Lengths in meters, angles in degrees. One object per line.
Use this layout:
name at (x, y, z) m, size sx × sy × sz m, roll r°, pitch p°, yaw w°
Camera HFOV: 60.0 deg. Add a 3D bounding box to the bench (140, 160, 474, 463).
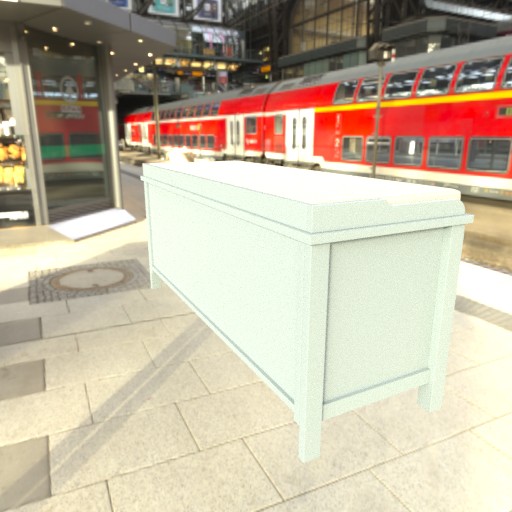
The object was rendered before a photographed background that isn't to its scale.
bench at (0.000, 0.000, 1.347) m, size 0.398 × 0.501 × 1.140 m, roll -8°, pitch 18°, yaw -27°
